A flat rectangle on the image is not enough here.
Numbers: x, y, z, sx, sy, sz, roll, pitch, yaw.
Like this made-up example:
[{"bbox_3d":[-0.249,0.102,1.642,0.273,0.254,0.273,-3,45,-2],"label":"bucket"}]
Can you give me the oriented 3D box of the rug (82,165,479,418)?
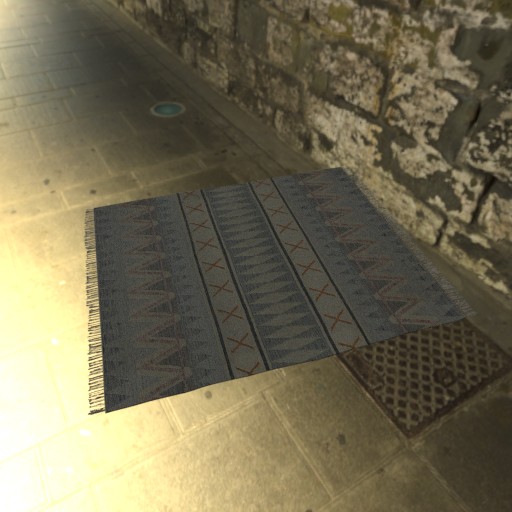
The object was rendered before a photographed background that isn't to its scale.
[{"bbox_3d":[0.000,0.000,4.012,3.000,0.012,2.371,-12,44,-12],"label":"rug"}]
